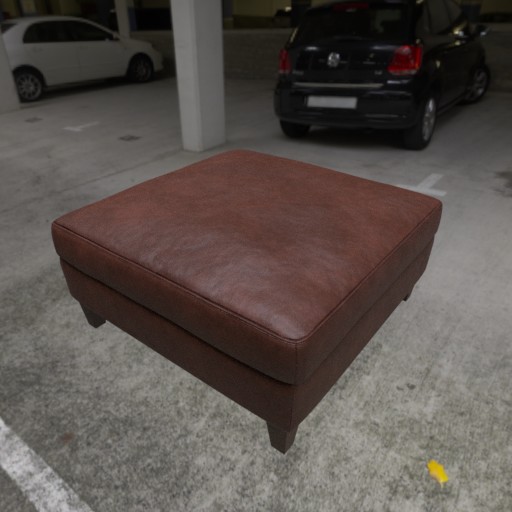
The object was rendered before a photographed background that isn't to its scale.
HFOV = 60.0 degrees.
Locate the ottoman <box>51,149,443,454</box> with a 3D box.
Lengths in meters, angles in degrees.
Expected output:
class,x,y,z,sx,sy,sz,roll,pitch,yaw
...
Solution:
class,x,y,z,sx,sy,sz,roll,pitch,yaw
ottoman,0.000,0.000,1.347,0.836,0.415,0.844,22,38,31
